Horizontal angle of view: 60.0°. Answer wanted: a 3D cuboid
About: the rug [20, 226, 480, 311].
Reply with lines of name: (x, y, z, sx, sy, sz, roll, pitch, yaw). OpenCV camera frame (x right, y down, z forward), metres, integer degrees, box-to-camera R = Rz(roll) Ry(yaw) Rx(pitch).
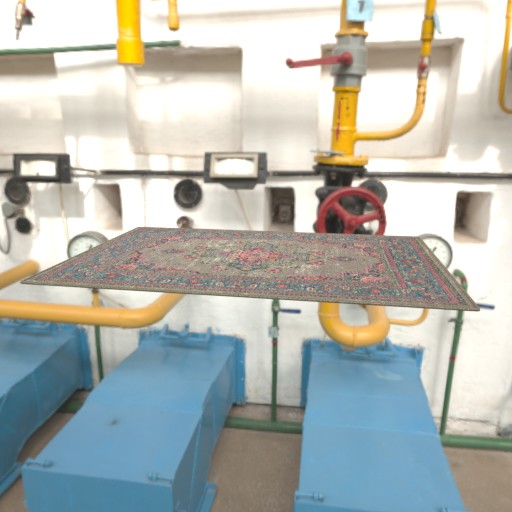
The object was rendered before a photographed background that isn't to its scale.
rug: (0.000, 0.000, 2.189, 1.748, 0.014, 1.144, 3, 15, 9)
